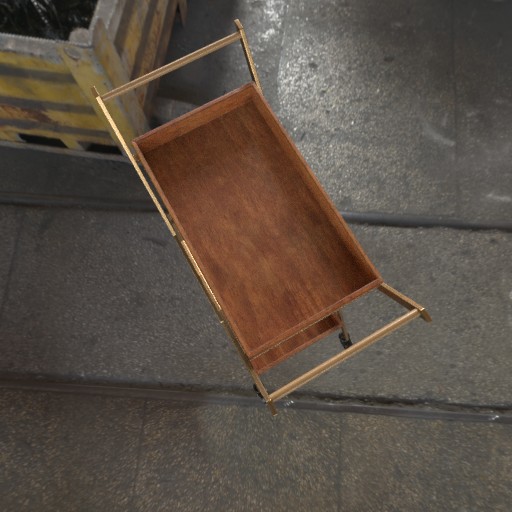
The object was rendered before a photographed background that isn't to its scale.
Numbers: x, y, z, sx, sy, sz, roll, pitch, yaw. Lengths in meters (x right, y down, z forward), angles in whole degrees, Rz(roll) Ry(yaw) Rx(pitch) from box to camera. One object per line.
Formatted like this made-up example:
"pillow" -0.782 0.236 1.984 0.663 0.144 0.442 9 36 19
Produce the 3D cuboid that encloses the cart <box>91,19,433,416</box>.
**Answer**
"cart" 0.000 0.000 1.336 0.405 0.869 0.836 -29 77 -7
